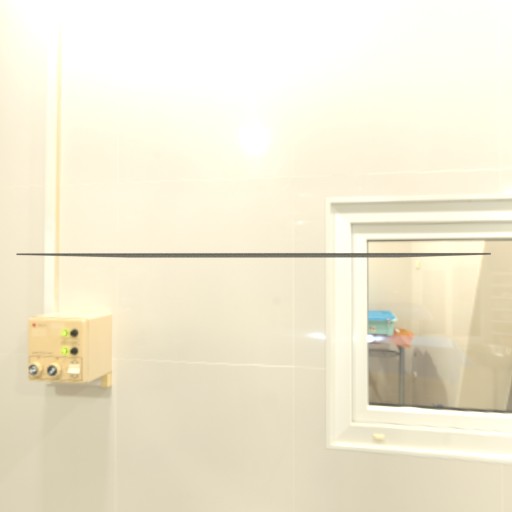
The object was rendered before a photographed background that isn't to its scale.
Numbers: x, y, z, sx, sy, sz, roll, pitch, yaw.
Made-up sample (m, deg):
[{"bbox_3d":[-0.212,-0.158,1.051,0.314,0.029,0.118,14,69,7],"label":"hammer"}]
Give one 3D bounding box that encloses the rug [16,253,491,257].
[{"bbox_3d":[0.000,0.000,2.873,2.235,0.008,1.600,0,-1,3],"label":"rug"}]
